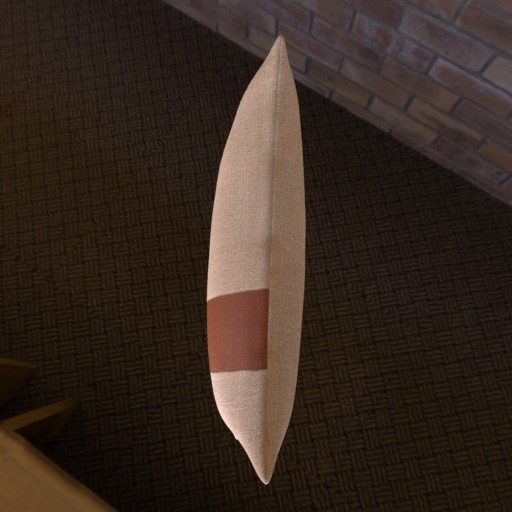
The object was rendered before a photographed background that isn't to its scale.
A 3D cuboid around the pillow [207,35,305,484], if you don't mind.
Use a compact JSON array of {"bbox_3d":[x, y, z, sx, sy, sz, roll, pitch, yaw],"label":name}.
[{"bbox_3d":[0.000,0.000,0.722,0.155,0.282,0.612,2,76,1],"label":"pillow"}]
